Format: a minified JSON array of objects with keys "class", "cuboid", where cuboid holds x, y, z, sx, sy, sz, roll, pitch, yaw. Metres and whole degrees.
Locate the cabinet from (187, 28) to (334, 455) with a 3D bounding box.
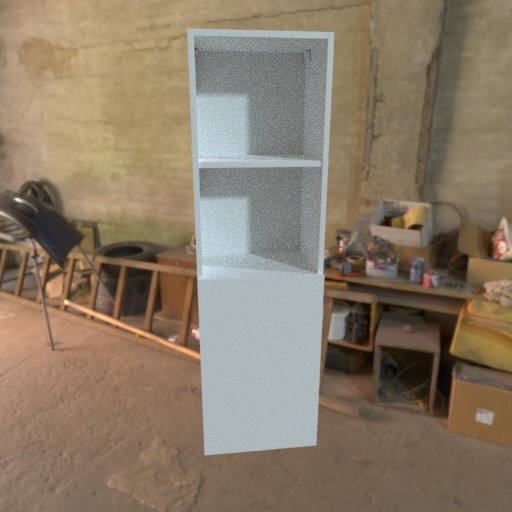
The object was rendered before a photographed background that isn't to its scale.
[{"class":"cabinet","cuboid":[0.000,0.000,1.516,0.400,1.350,0.300,-2,17,-7]}]
